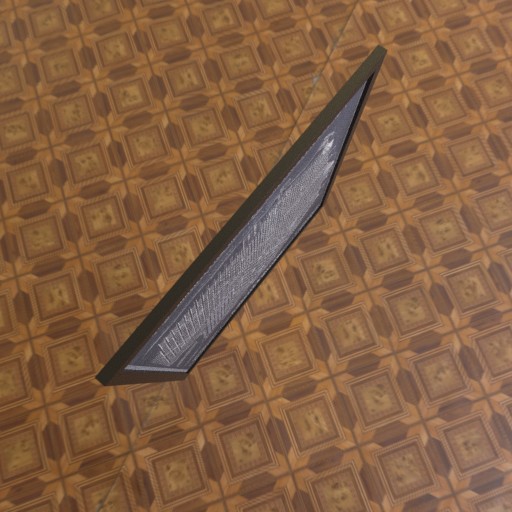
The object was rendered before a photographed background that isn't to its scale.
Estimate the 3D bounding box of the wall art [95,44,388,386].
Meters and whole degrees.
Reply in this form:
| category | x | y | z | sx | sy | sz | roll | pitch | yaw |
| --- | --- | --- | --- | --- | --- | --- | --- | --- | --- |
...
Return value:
| category | x | y | z | sx | sy | sz | roll | pitch | yaw |
| --- | --- | --- | --- | --- | --- | --- | --- | --- | --- |
| wall art | 0.000 | 0.000 | 1.180 | 0.022 | 0.807 | 0.807 | 37 | 78 | 9 |
